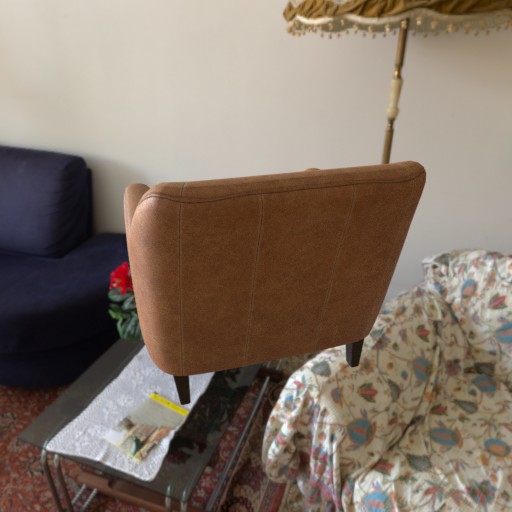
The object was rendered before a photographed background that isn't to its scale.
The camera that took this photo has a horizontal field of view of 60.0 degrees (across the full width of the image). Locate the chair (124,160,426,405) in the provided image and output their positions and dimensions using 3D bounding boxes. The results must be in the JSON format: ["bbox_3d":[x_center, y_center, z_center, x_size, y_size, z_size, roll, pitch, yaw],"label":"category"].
[{"bbox_3d":[0.000,0.000,1.897,1.037,0.980,1.034,-8,28,-15],"label":"chair"}]
